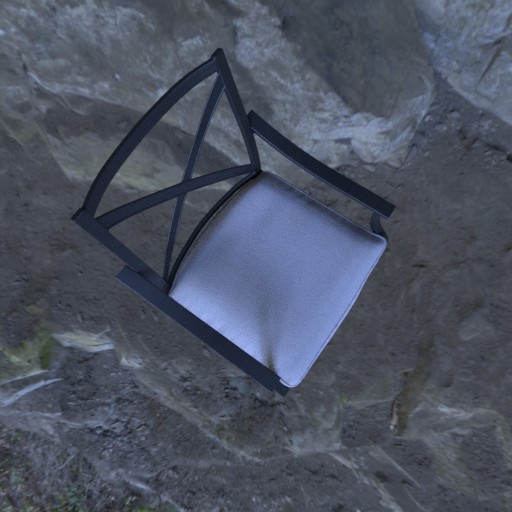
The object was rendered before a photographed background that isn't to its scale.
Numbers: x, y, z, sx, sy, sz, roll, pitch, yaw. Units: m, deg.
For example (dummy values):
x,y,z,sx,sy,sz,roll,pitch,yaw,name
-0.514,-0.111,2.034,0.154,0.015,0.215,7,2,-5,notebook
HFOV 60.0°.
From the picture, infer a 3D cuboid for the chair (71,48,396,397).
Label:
x,y,z,sx,sy,sz,roll,pitch,yaw,name
0.000,0.000,1.306,0.620,0.889,0.575,35,78,8,chair
